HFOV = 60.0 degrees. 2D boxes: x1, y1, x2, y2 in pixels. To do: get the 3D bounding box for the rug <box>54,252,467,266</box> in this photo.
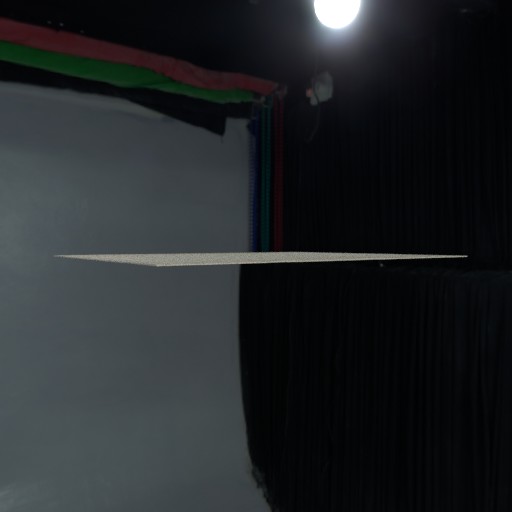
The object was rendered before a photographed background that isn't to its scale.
[{"bbox_3d":[0.000,0.000,4.179,3.048,0.012,2.444,-1,2,-36],"label":"rug"}]
